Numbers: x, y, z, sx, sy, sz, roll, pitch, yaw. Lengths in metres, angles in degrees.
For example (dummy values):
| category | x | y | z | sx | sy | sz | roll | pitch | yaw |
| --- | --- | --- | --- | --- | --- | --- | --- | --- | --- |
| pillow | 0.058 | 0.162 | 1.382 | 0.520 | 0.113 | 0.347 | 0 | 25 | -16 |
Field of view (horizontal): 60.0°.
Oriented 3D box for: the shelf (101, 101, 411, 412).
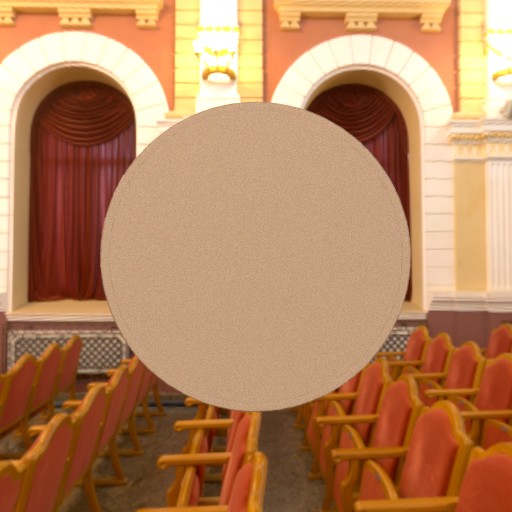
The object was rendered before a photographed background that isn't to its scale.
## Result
| category | x | y | z | sx | sy | sz | roll | pitch | yaw |
| --- | --- | --- | --- | --- | --- | --- | --- | --- | --- |
| shelf | 0.000 | 0.000 | 1.227 | 0.806 | 0.807 | 0.158 | 0 | -2 | -1 |
